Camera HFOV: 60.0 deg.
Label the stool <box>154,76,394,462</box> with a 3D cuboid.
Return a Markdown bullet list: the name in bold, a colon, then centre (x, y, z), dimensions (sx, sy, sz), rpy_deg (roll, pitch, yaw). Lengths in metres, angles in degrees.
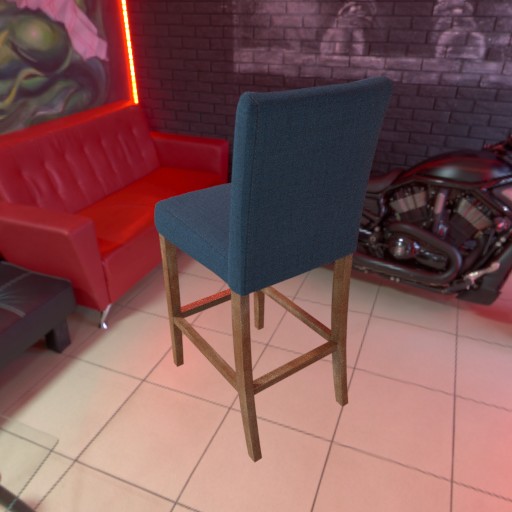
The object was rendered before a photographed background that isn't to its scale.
- **stool**: centre (0.000, 0.000, 1.407), dimensions (0.454, 1.088, 0.574), rpy_deg (-19, 35, -30)
